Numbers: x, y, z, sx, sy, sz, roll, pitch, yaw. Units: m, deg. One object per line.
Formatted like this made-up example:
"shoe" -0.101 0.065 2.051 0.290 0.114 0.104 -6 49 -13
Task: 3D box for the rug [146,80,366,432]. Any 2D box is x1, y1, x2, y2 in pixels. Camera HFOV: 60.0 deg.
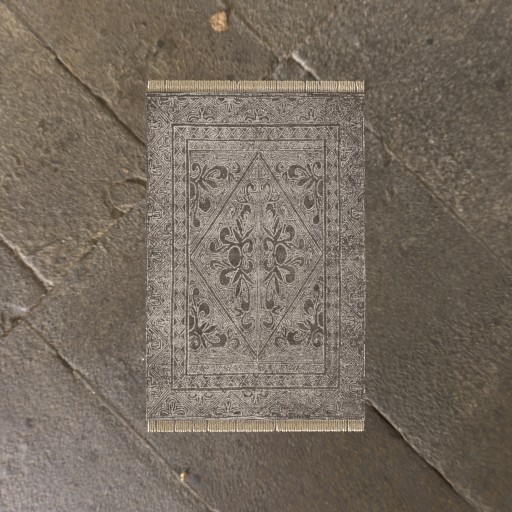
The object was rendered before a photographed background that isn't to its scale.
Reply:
"rug" 0.000 0.000 3.083 1.529 0.010 2.440 0 90 -1
